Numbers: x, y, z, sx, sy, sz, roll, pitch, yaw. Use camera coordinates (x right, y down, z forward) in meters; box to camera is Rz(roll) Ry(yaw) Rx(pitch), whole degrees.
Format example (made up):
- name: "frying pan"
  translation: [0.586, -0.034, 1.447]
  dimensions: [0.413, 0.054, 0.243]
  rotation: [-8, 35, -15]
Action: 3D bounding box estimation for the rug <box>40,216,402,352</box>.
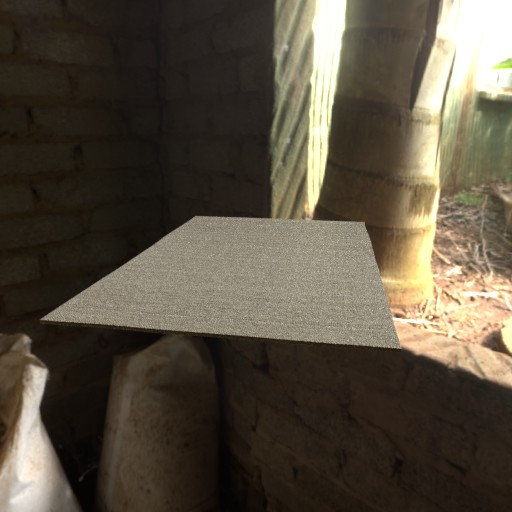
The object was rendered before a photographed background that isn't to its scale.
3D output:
- name: "rug"
  translation: [0.000, 0.000, 2.898]
  dimensions: [1.532, 0.018, 2.297]
  rotation: [3, 17, 9]
